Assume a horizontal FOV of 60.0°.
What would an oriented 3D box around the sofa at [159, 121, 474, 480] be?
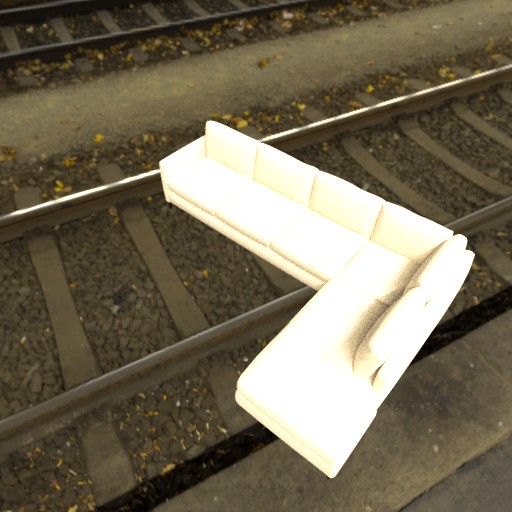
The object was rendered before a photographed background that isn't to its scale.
[{"bbox_3d":[0.000,0.000,3.779,2.949,0.815,2.007,31,54,26],"label":"sofa"}]
